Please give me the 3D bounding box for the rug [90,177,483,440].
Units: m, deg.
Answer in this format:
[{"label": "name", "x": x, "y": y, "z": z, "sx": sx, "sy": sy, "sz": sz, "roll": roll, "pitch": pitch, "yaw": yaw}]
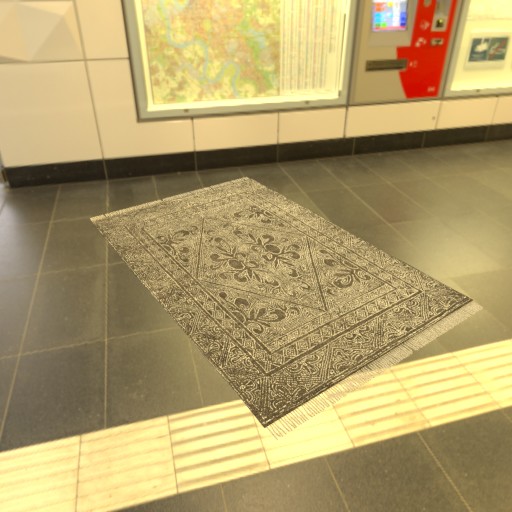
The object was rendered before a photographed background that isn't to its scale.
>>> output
[{"label": "rug", "x": 0.000, "y": 0.000, "z": 3.033, "sx": 1.529, "sy": 0.010, "sz": 2.440, "roll": -20, "pitch": 37, "yaw": -29}]
